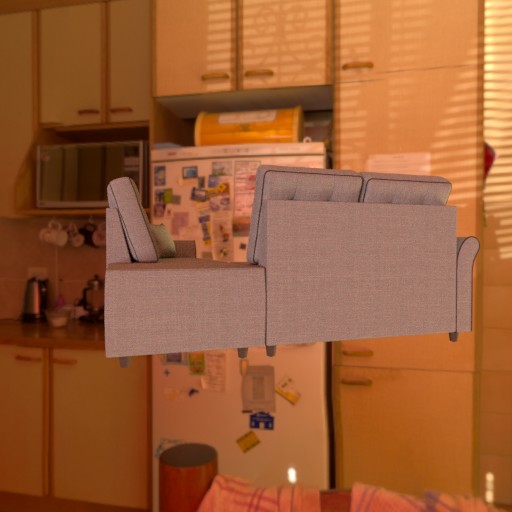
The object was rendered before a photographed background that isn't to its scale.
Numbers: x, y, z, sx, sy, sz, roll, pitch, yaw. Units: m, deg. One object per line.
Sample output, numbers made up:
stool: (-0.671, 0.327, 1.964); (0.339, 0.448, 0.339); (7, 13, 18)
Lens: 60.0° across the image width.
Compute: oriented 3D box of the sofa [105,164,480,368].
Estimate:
sofa: (0.000, 0.000, 3.240); (2.068, 0.988, 2.070); (0, 1, -18)
